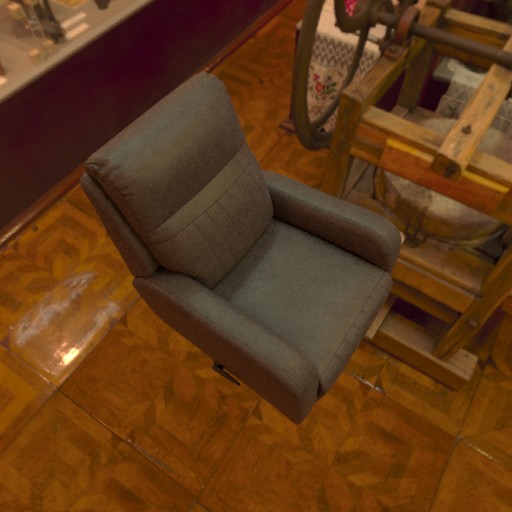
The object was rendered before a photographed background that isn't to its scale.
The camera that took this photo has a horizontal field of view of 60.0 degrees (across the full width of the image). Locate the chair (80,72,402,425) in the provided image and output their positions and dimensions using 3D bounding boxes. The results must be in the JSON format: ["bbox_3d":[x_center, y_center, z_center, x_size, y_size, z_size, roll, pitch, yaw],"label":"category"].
[{"bbox_3d":[0.000,0.000,1.851,1.067,1.067,0.865,31,63,18],"label":"chair"}]
